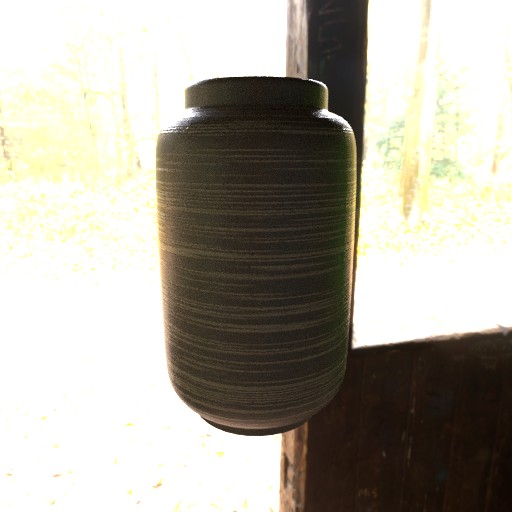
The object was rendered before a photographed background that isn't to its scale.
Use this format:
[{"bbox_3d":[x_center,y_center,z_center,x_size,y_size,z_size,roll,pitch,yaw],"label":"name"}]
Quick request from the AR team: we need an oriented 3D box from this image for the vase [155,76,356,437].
[{"bbox_3d":[0.000,0.000,0.692,0.297,0.499,0.297,0,13,0],"label":"vase"}]
